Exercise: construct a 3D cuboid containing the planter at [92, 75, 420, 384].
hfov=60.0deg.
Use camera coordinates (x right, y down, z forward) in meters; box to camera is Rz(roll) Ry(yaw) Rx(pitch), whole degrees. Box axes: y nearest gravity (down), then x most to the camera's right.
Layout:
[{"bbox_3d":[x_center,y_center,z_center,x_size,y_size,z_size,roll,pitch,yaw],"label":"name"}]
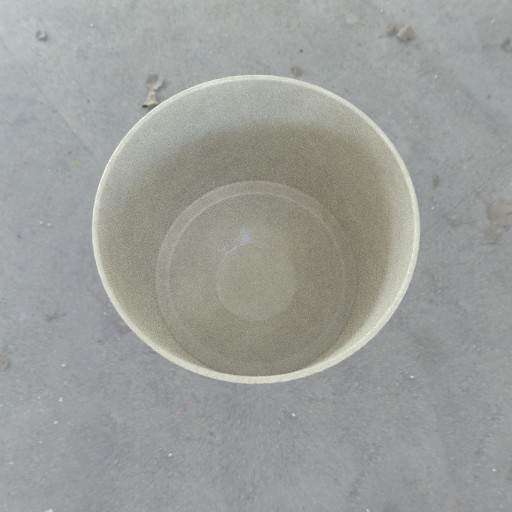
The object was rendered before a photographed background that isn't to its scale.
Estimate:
[{"bbox_3d":[0.000,0.000,0.453,0.250,0.239,0.250,0,74,0],"label":"planter"}]
